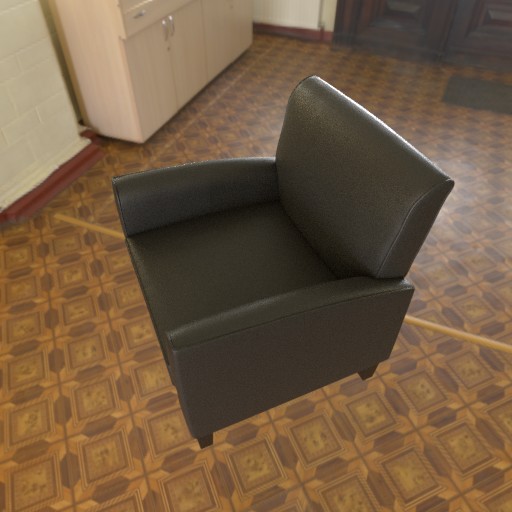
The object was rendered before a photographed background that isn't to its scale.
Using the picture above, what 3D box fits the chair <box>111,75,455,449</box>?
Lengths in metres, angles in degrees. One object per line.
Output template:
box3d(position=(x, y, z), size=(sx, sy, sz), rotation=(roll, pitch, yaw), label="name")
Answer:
box3d(position=(0.000, 0.000, 1.572), size=(0.819, 0.916, 0.820), rotation=(-17, 47, -17), label="chair")
